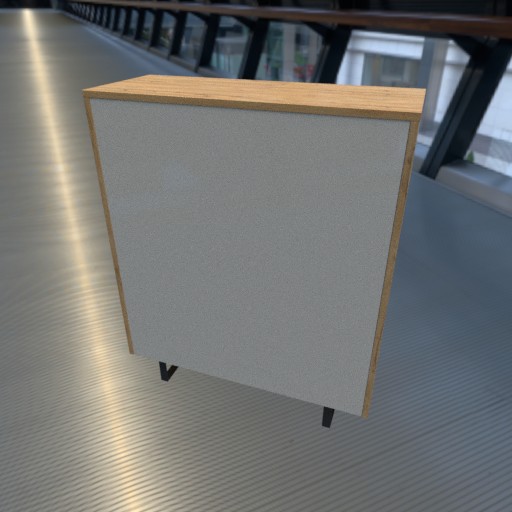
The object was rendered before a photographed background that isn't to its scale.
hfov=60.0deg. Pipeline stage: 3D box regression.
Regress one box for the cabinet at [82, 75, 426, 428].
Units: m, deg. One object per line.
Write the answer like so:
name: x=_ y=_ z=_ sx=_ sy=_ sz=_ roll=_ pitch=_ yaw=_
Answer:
cabinet: x=0.000 y=0.000 z=1.960 sx=1.168 sy=1.397 sz=0.473 roll=10 pitch=31 yaw=17
